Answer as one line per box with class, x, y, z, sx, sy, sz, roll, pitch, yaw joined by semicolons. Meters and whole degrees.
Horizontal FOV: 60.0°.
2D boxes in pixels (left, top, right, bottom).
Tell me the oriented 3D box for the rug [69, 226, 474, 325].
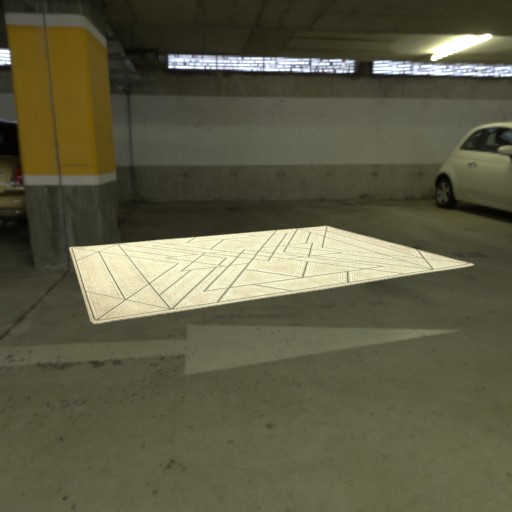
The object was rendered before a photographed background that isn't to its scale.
rug;0.000;0.000;4.483;3.381;0.026;2.436;-6;15;-25
